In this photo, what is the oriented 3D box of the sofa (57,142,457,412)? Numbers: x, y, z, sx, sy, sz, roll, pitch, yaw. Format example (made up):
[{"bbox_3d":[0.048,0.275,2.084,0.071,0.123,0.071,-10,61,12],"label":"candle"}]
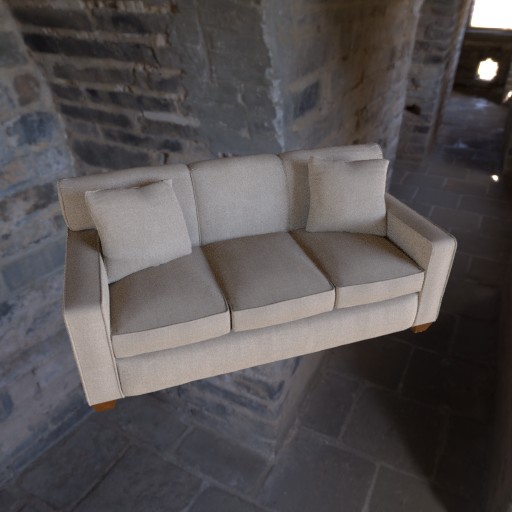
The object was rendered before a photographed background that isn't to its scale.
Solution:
[{"bbox_3d":[0.000,0.000,2.569,2.024,0.958,0.997,-10,32,-16],"label":"sofa"}]
